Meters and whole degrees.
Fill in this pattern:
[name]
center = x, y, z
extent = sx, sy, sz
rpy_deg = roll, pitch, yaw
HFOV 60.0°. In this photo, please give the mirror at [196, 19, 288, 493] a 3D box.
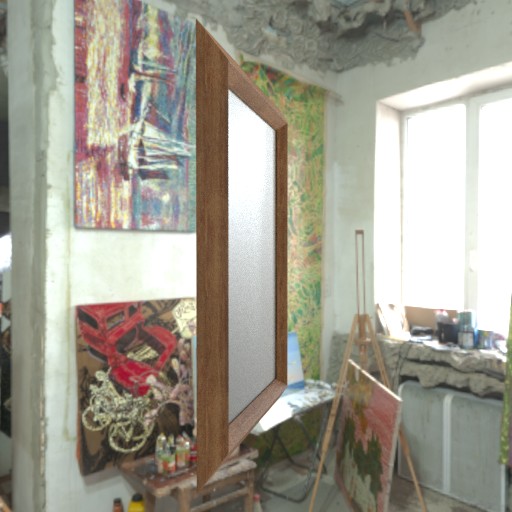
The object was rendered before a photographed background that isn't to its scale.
[mirror]
center = 0.000, 0.000, 1.241
extent = 0.047, 1.010, 0.651
rpy_deg = 0, 1, 19
